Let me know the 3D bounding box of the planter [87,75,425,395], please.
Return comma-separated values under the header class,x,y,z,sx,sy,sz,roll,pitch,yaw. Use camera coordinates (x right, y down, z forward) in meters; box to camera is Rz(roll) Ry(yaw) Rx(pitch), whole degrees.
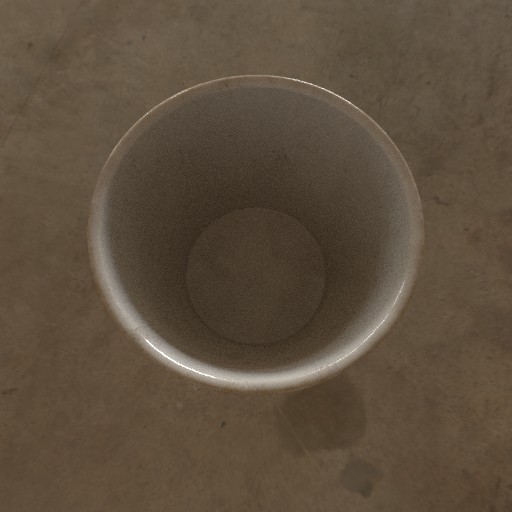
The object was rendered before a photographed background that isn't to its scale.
class,x,y,z,sx,sy,sz,roll,pitch,yaw
planter,0.000,0.000,0.333,0.192,0.165,0.192,0,75,0
